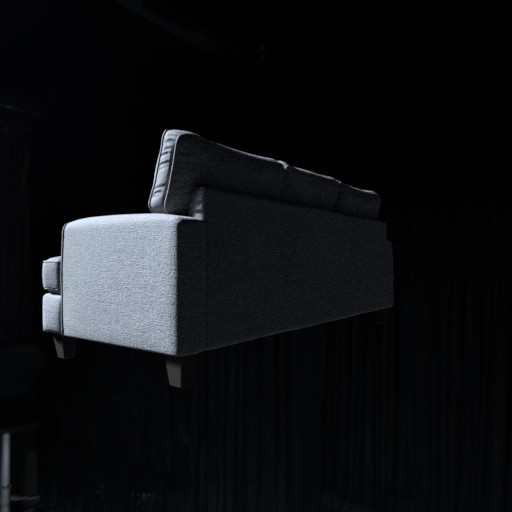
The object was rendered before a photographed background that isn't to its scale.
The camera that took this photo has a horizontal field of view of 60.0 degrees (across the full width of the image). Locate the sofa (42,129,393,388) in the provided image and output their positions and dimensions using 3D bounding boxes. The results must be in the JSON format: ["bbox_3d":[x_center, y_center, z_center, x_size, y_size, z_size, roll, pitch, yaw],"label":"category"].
[{"bbox_3d":[0.000,0.000,2.657,0.951,0.965,2.158,0,-1,36],"label":"sofa"}]
